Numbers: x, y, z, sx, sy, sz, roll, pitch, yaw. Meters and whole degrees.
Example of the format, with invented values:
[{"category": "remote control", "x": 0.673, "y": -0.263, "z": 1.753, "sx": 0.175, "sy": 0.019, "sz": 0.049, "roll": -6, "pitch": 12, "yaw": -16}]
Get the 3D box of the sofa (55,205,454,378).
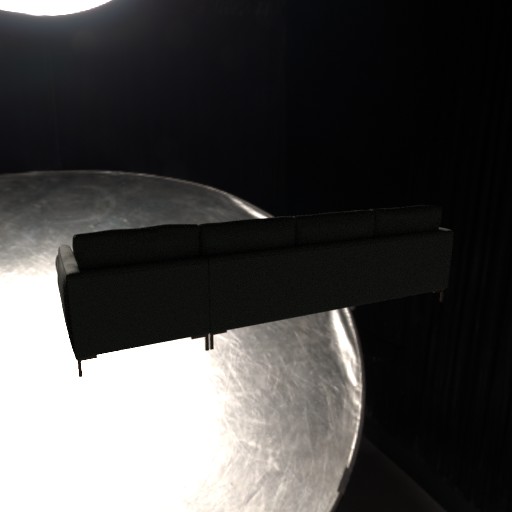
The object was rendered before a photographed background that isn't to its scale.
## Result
[{"category": "sofa", "x": 0.000, "y": 0.000, "z": 3.316, "sx": 2.725, "sy": 0.756, "sz": 1.255, "roll": -7, "pitch": 16, "yaw": -25}]
